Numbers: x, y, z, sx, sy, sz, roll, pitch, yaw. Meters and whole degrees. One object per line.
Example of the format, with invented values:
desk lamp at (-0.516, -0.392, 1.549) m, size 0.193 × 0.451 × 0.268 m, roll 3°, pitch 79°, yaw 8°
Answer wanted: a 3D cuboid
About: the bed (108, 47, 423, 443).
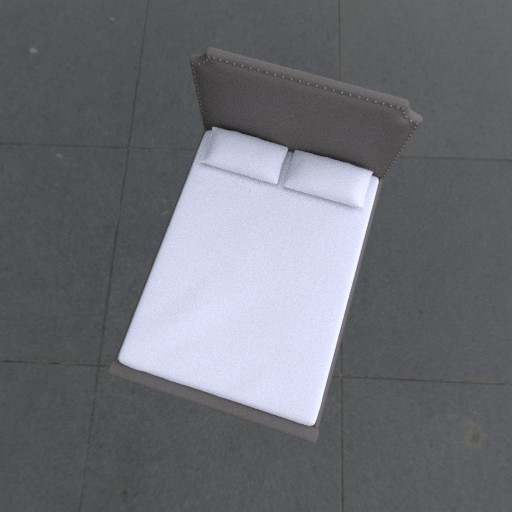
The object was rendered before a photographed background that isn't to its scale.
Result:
bed at (0.000, 0.000, 3.413) m, size 1.712 × 1.443 × 2.372 m, roll 17°, pitch 75°, yaw 5°
